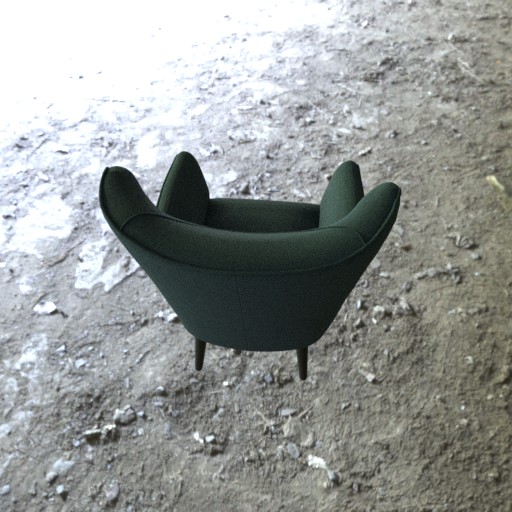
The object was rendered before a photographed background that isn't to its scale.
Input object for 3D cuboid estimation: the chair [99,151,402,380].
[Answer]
[{"bbox_3d":[0.000,0.000,1.593,0.781,0.933,0.888,4,46,4],"label":"chair"}]
